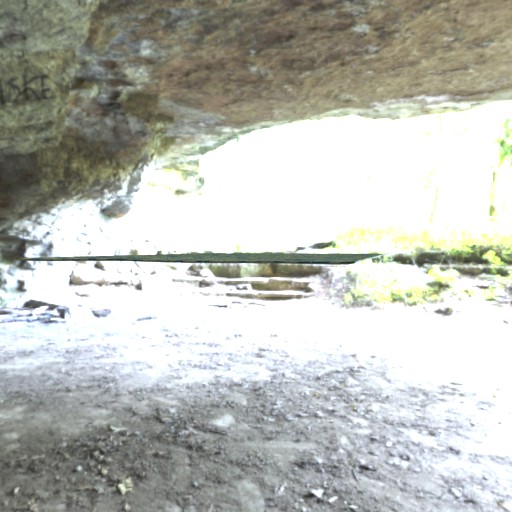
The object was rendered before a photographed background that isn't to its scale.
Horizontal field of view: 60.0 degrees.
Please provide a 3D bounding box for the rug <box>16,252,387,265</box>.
[{"bbox_3d":[0.000,0.000,2.274,1.209,0.011,1.830,0,1,19],"label":"rug"}]
